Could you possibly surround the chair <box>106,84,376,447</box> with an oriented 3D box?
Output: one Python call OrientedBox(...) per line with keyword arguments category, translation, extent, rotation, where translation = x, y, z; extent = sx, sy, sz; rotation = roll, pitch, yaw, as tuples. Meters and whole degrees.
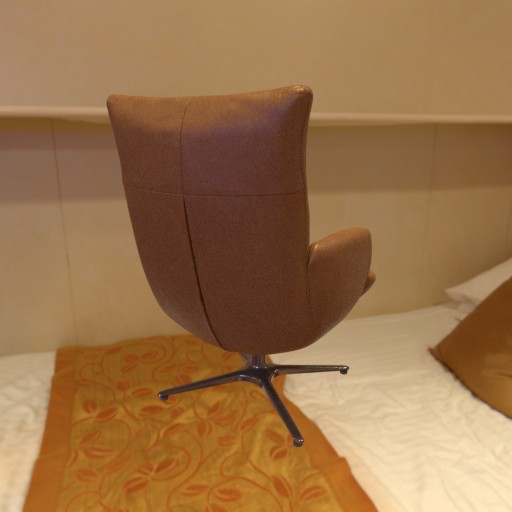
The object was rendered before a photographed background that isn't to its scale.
OrientedBox(category="chair", translation=(0.000, 0.000, 1.526), extent=(0.711, 1.027, 0.794), rotation=(8, 18, 27))
